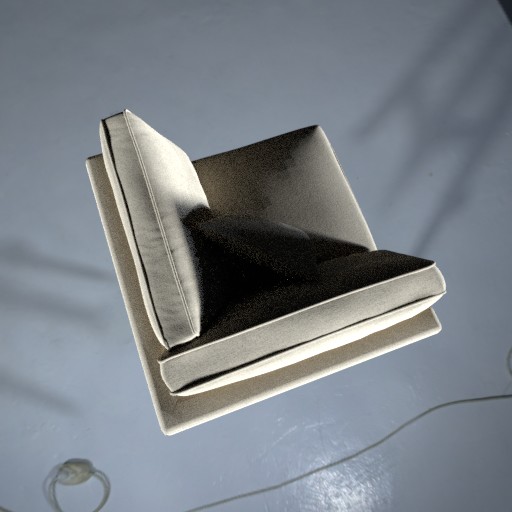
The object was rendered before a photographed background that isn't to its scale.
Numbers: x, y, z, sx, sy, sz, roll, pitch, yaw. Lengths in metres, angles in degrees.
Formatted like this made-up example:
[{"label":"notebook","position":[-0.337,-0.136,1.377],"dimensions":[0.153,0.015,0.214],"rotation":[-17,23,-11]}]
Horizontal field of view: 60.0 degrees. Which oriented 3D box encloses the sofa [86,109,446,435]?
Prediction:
[{"label":"sofa","position":[0.000,0.000,1.986],"dimensions":[1.084,1.002,1.146],"rotation":[-19,76,-5]}]
